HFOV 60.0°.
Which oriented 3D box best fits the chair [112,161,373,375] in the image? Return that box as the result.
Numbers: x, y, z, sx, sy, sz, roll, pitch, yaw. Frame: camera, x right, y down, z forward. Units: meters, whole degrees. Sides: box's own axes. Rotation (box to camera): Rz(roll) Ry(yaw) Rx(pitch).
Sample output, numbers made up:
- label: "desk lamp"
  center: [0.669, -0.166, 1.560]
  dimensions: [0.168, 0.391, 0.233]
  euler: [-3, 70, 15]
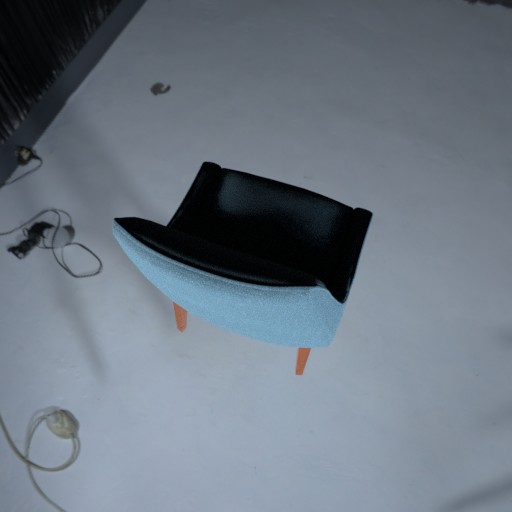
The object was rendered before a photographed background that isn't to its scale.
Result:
- label: "chair"
  center: [0.000, 0.000, 1.181]
  dimensions: [0.529, 0.861, 0.544]
  euler: [19, 65, 9]
